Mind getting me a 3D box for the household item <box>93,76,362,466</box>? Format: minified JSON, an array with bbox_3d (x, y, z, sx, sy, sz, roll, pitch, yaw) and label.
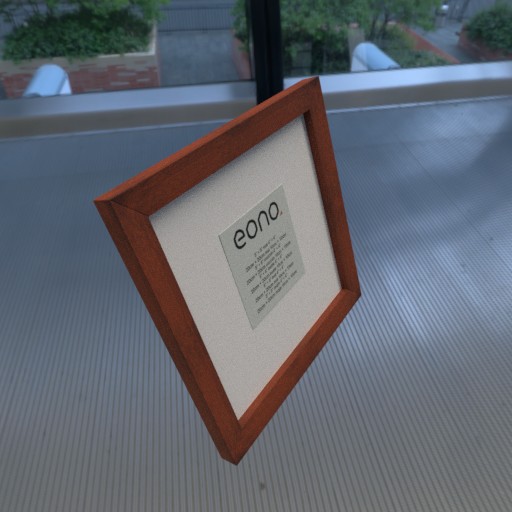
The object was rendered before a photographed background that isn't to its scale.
[{"bbox_3d":[0.000,0.000,0.395,0.131,0.240,0.240,25,47,26],"label":"household item"}]
